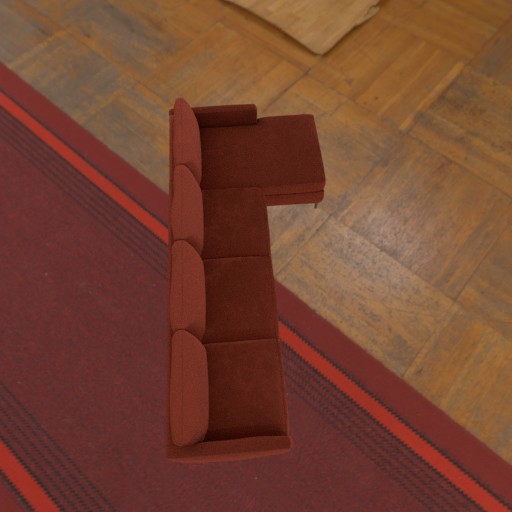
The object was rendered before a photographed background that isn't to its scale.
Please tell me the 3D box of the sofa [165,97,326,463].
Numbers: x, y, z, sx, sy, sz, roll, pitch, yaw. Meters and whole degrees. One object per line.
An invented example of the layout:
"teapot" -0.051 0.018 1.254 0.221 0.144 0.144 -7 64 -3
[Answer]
"sofa" 0.000 0.000 3.535 1.350 0.810 2.932 -4 63 -2
